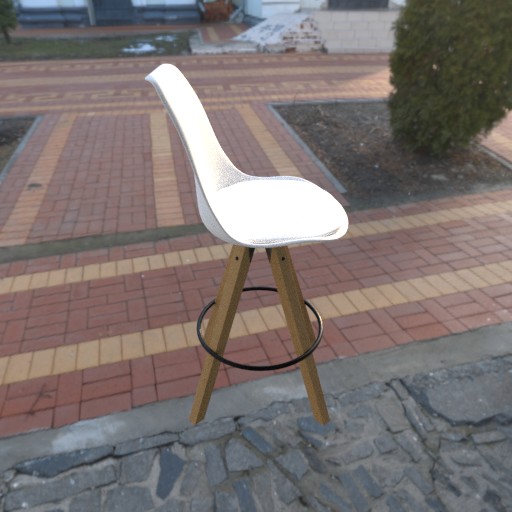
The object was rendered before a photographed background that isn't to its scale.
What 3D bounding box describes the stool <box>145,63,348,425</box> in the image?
[{"bbox_3d":[0.000,0.000,1.420,0.549,1.115,0.482,0,31,0],"label":"stool"}]
